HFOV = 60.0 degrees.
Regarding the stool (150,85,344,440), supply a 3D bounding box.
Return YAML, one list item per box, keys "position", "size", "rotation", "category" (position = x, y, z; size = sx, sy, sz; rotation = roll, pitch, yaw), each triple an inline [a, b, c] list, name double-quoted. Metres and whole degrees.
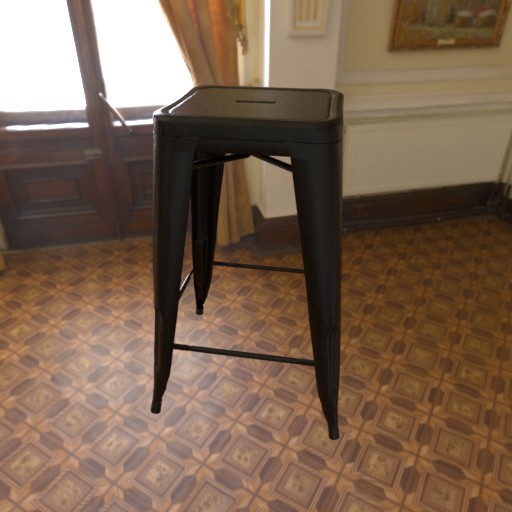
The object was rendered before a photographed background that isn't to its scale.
- position: [0.000, 0.000, 0.900]
  size: [0.455, 0.609, 0.423]
  rotation: [-1, 31, -1]
  category: "stool"
